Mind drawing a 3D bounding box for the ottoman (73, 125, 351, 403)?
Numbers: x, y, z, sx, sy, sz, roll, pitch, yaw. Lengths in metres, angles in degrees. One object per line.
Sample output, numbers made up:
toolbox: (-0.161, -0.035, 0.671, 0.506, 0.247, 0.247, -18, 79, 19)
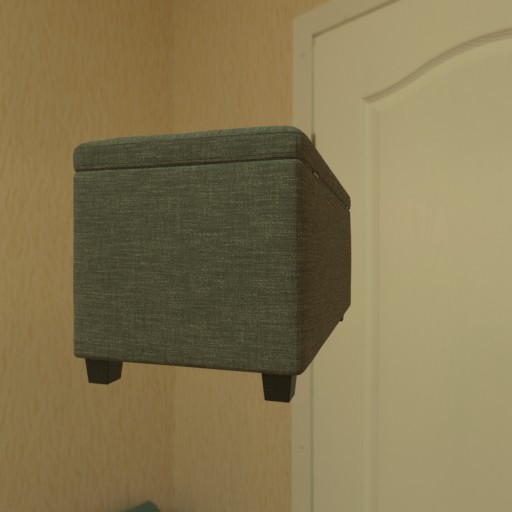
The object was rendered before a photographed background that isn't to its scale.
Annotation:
ottoman: (0.000, 0.000, 1.117, 0.419, 0.432, 0.902, 0, 1, 17)
